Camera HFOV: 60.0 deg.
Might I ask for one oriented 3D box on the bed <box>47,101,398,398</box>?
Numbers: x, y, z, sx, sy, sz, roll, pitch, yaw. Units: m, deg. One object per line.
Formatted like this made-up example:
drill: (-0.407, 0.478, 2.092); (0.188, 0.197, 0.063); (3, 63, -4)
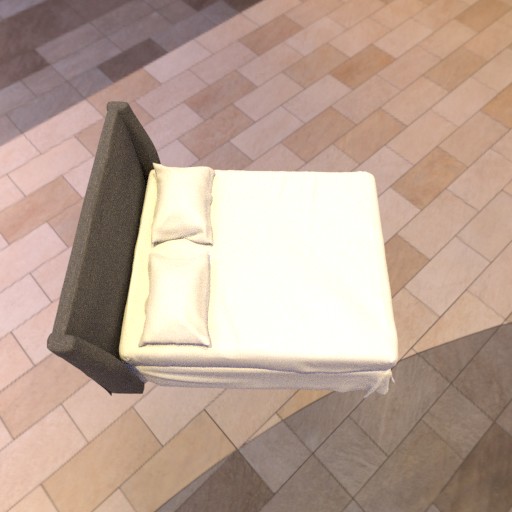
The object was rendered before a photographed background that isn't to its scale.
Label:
bed: (0.000, 0.000, 3.417); (2.276, 1.332, 1.925); (1, 62, 1)
